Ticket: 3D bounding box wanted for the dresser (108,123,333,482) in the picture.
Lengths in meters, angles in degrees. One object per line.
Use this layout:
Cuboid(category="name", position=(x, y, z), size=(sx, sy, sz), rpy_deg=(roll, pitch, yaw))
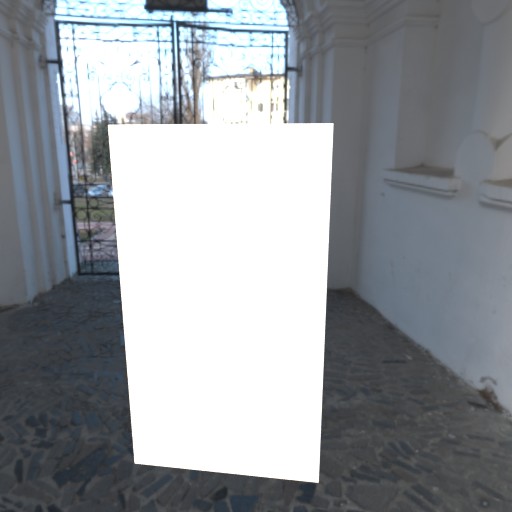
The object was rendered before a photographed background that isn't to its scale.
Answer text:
Cuboid(category="dresser", position=(0.000, 0.000, 1.513), size=(0.460, 0.820, 1.100), rpy_deg=(2, 14, 8))
